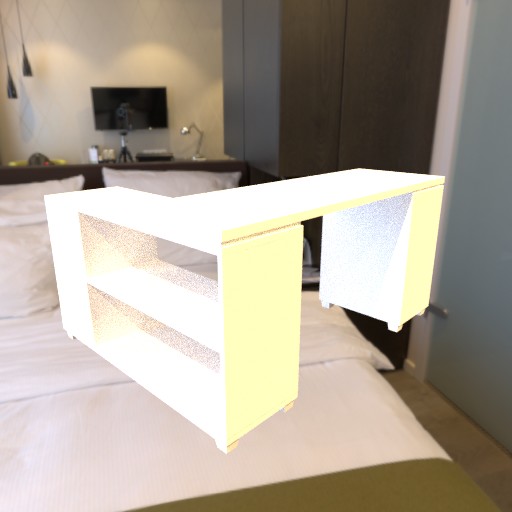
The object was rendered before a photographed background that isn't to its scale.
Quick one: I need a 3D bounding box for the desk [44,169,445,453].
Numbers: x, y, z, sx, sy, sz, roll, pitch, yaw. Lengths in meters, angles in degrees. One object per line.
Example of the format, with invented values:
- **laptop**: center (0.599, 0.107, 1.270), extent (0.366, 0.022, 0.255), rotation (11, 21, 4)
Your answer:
- **desk**: center (0.000, 0.000, 2.239), extent (1.199, 0.759, 1.524), rotation (16, 24, 41)
